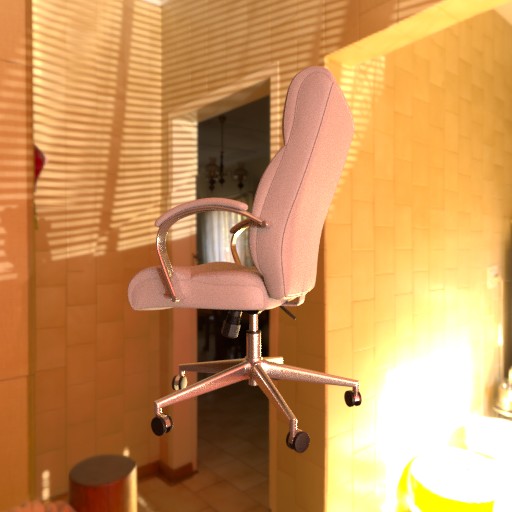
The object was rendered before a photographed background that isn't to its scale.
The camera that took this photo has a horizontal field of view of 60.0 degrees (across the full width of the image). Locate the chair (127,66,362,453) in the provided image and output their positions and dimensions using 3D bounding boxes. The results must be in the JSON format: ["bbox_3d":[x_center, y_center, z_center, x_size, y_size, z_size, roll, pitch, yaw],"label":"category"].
[{"bbox_3d":[0.000,0.000,1.624,0.745,1.099,0.727,0,1,18],"label":"chair"}]
